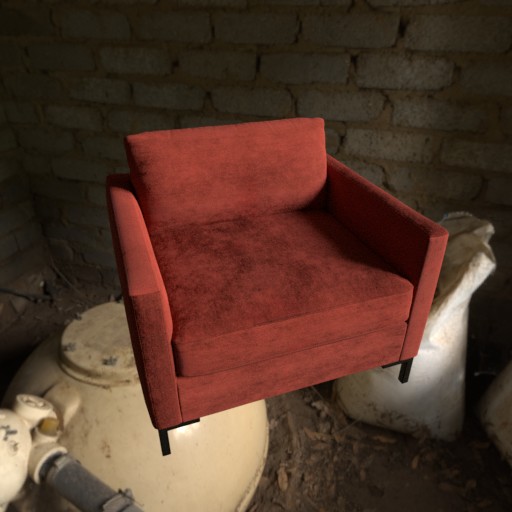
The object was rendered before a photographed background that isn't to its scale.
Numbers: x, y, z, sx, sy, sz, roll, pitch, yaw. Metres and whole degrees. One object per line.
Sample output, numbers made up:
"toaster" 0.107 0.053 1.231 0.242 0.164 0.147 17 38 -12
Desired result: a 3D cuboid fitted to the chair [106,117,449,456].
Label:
"chair" 0.000 0.000 1.614 0.964 0.812 0.875 -10 33 -17
